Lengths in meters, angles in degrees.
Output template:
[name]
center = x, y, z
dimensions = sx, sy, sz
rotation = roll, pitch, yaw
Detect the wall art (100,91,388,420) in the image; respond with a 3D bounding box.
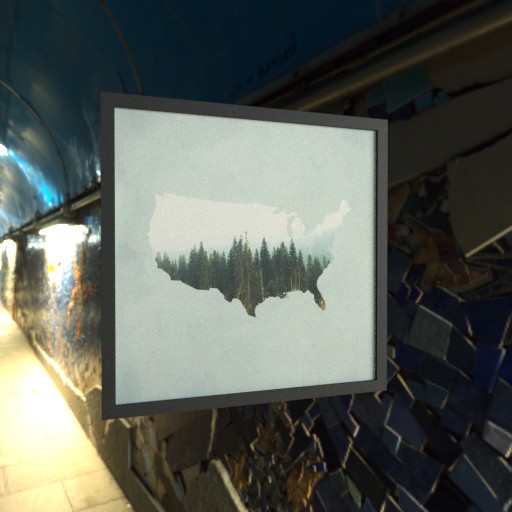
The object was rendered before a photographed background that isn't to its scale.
[wall art]
center = 0.000, 0.000, 1.156
dimensions = 0.763, 0.763, 0.038
rotation = 0, 1, -17
